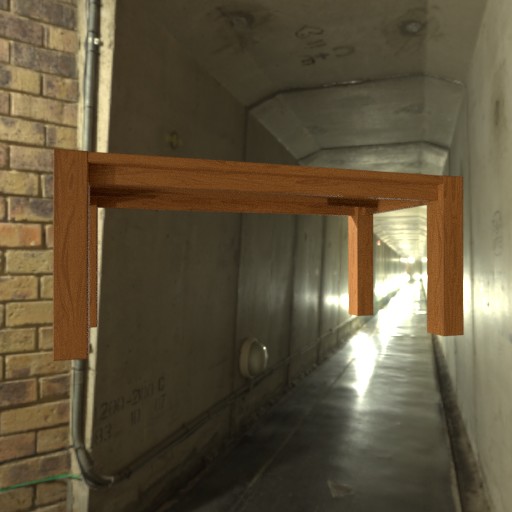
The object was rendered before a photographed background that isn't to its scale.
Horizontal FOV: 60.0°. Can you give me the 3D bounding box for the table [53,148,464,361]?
[{"bbox_3d":[0.000,0.000,2.281,1.800,0.760,0.900,0,0,-17],"label":"table"}]
